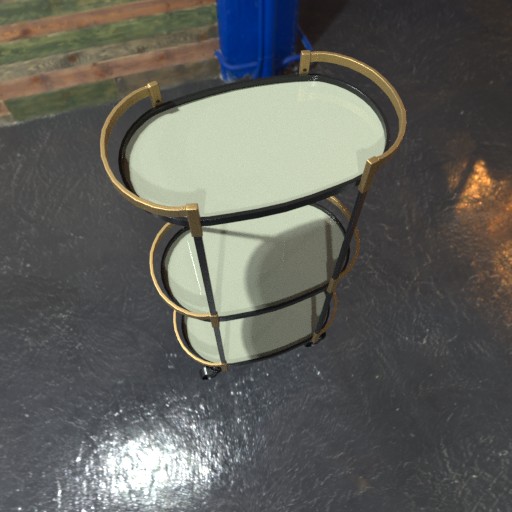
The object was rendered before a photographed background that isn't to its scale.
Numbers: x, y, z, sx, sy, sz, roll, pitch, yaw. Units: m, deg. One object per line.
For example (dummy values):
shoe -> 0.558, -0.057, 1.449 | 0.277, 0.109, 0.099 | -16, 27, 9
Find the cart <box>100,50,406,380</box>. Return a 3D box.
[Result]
cart -> 0.000, 0.000, 1.117 | 0.515, 0.885, 0.311 | -16, 60, -9
